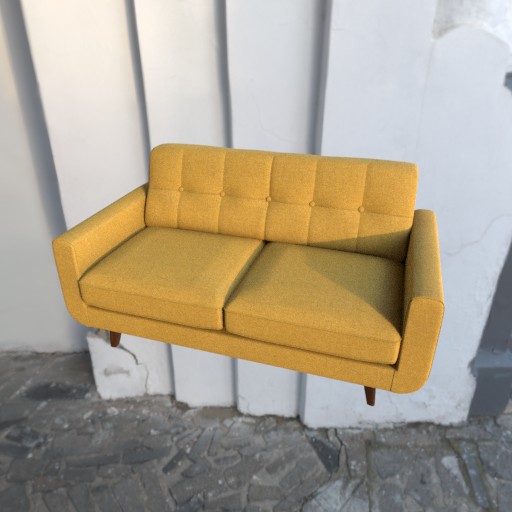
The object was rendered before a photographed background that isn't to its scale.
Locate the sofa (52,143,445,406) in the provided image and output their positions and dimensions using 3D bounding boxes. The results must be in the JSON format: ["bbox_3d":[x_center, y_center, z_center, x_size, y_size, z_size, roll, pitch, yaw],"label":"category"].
[{"bbox_3d":[0.000,0.000,2.151,1.631,0.841,0.909,8,29,16],"label":"sofa"}]
